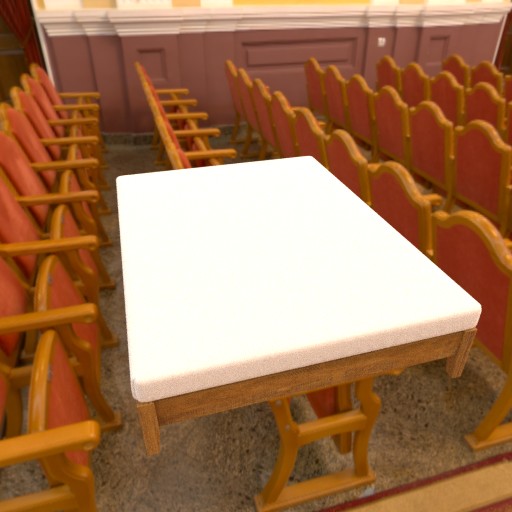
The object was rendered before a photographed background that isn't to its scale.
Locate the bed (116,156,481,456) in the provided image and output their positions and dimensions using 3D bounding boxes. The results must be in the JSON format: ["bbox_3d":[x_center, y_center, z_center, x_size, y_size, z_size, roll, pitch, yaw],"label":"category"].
[{"bbox_3d":[0.000,0.000,2.693,1.536,0.431,2.016,-9,34,-14],"label":"bed"}]
